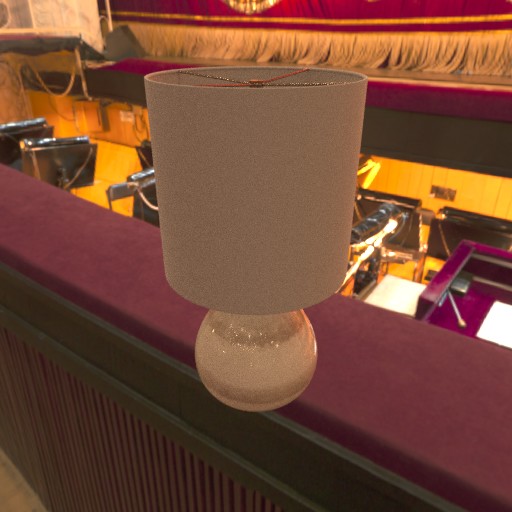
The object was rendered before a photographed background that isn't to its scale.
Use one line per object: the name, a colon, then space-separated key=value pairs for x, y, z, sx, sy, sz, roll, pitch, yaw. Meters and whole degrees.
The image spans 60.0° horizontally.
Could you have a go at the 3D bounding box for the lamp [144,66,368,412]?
lamp: x=0.000 y=0.000 z=0.531 sx=0.217 sy=0.404 sz=0.217 roll=18 pitch=32 yaw=31
